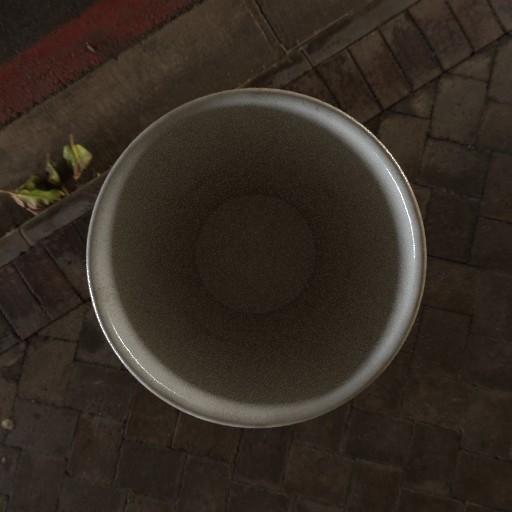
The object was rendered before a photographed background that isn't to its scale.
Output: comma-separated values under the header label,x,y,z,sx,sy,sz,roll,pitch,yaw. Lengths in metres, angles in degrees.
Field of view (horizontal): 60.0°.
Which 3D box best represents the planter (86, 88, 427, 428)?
label,x,y,z,sx,sy,sz,roll,pitch,yaw
planter,0.000,0.000,0.332,0.193,0.165,0.193,0,92,0
